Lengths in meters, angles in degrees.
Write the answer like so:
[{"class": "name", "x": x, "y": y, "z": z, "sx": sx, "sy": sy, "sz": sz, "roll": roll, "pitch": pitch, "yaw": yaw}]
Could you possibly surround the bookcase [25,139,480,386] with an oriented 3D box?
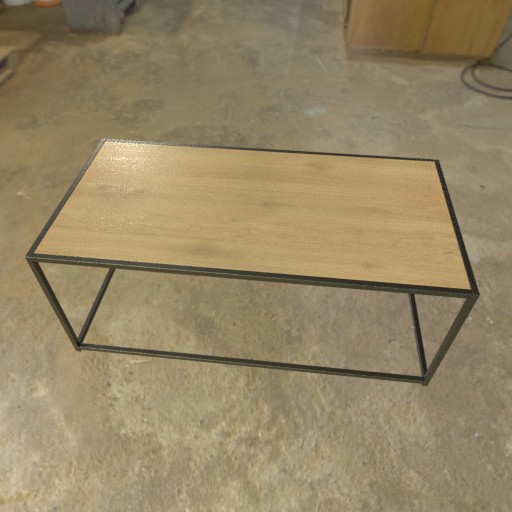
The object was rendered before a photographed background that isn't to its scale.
[{"class": "bookcase", "x": 0.000, "y": 0.000, "z": 1.280, "sx": 1.000, "sy": 0.400, "sz": 0.500, "roll": 5, "pitch": 46, "yaw": 4}]
